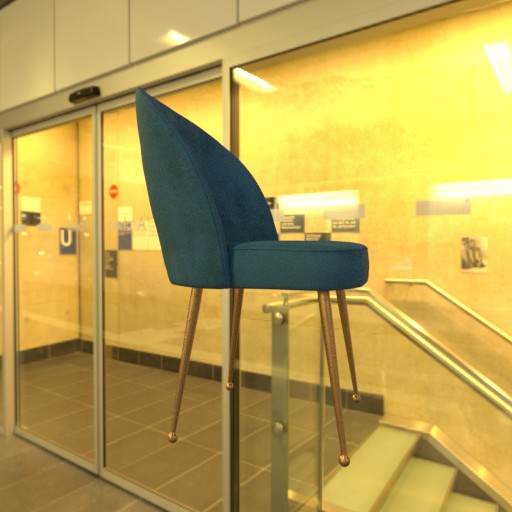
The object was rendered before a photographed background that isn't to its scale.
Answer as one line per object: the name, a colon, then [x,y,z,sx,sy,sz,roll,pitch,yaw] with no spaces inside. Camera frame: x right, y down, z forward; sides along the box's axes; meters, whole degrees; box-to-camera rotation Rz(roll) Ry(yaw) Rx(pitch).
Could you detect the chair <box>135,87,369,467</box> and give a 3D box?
chair: [0.000,0.000,1.169,0.577,0.860,0.527,0,1,16]
